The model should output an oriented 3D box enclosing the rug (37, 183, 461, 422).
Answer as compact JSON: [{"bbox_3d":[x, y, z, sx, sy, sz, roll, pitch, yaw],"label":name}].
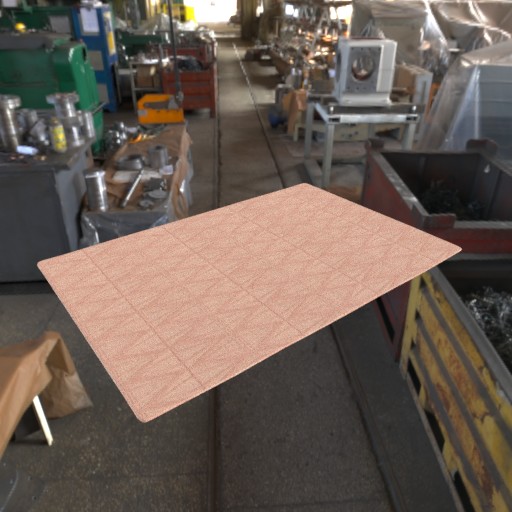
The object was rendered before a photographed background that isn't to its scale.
[{"bbox_3d":[0.000,0.000,2.971,2.390,0.015,1.609,-21,36,-32],"label":"rug"}]
